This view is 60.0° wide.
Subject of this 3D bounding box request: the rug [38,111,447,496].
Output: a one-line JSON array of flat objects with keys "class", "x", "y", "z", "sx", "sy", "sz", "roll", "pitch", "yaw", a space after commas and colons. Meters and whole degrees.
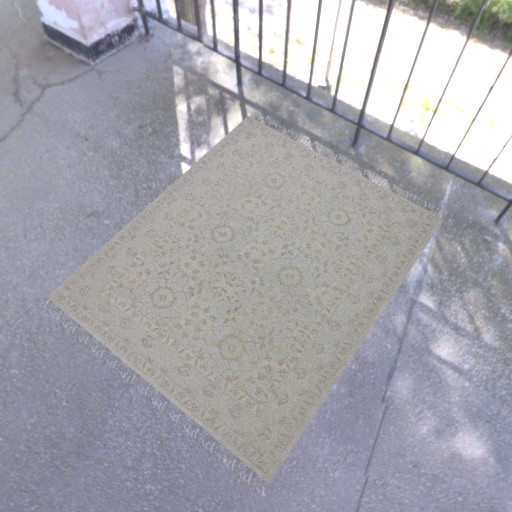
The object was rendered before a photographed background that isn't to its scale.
[{"class": "rug", "x": 0.000, "y": 0.000, "z": 4.052, "sx": 2.444, "sy": 0.013, "sz": 3.043, "roll": 33, "pitch": 64, "yaw": 18}]
